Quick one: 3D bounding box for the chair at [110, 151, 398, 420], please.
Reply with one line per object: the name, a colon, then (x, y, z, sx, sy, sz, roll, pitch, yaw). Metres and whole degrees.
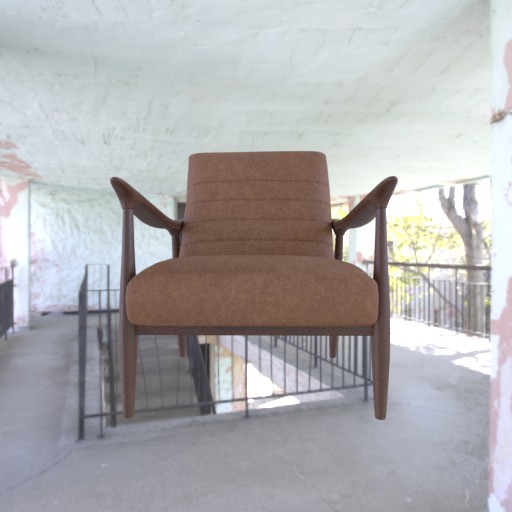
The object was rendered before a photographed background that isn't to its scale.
chair: (0.000, 0.000, 1.444, 0.741, 0.832, 0.798, 0, 1, 1)
